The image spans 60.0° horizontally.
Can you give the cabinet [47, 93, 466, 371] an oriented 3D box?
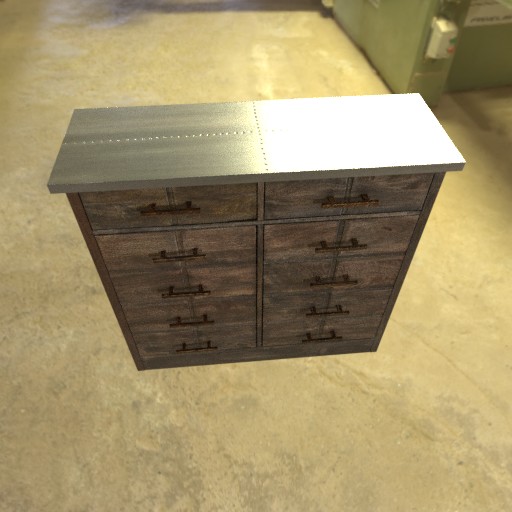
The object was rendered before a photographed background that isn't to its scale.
[{"bbox_3d":[0.000,0.000,1.467,0.968,0.919,0.338,-4,48,-3],"label":"cabinet"}]
